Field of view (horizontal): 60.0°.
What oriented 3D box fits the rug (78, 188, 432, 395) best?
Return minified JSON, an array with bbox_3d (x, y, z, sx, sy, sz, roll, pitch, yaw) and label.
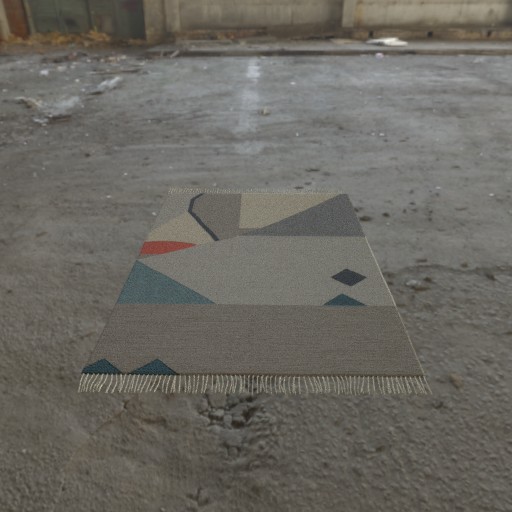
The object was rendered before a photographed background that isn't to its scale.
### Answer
[{"bbox_3d":[0.000,0.000,2.277,1.220,0.005,1.828,0,31,1],"label":"rug"}]
